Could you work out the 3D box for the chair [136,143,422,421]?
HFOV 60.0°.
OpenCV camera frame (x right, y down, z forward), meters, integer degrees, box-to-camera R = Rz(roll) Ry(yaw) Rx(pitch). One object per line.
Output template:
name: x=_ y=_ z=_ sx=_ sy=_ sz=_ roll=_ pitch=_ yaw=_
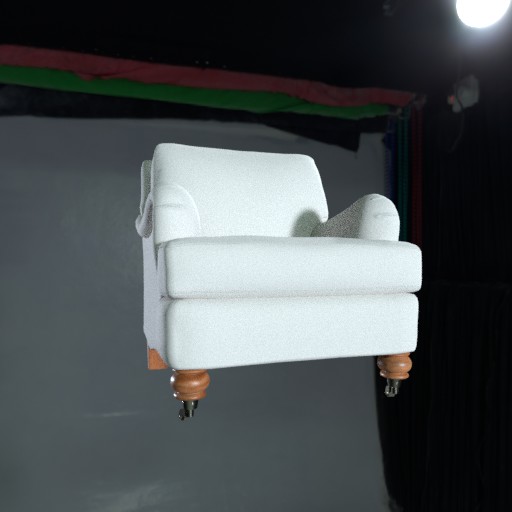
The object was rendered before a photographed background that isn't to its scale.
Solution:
chair: x=0.000 y=0.000 z=1.889 sx=0.955 sy=1.038 sz=1.070 roll=0 pitch=-1 yaw=-19
